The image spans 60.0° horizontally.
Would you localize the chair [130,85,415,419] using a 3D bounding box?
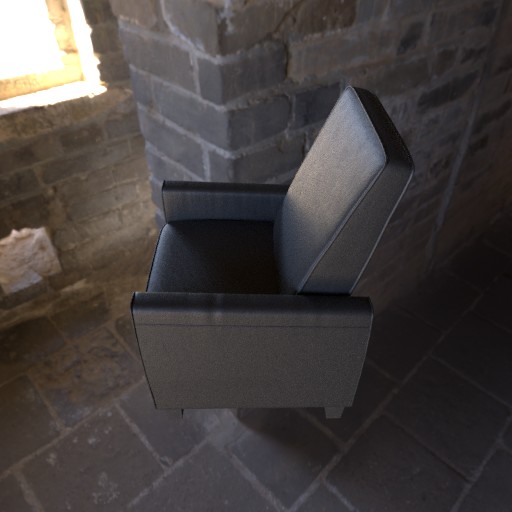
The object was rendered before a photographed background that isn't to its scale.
[{"bbox_3d":[0.000,0.000,1.533,0.746,1.013,0.705,-1,41,-1],"label":"chair"}]
